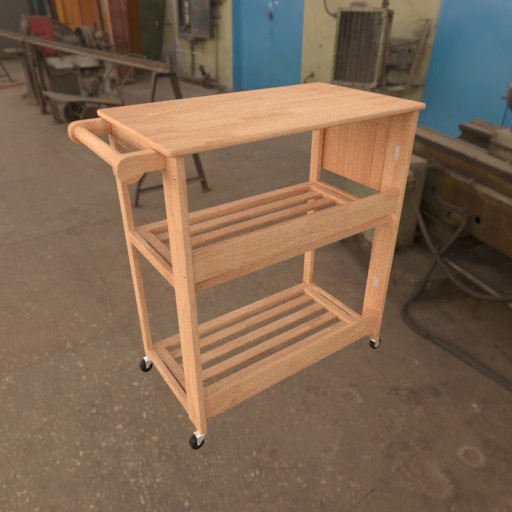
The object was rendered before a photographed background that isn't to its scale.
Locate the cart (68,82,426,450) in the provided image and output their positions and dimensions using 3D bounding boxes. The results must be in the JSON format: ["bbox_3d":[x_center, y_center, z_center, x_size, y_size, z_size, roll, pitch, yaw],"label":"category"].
[{"bbox_3d":[0.000,0.000,1.357,0.853,0.879,0.432,-19,35,-29],"label":"cart"}]
